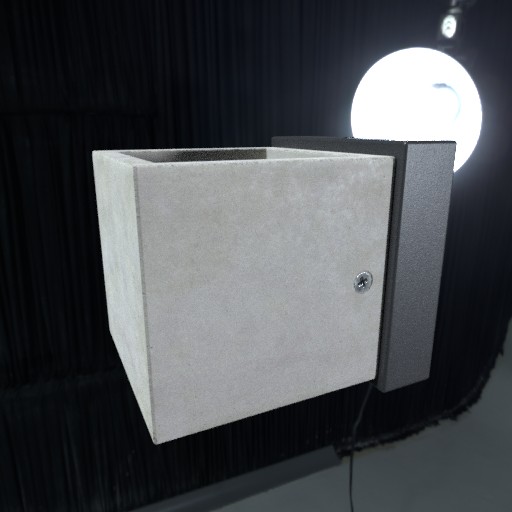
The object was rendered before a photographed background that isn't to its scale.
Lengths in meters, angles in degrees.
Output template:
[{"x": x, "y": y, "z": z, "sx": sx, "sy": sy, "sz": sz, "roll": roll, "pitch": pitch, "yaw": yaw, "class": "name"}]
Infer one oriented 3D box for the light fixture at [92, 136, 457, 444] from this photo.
[{"x": 0.000, "y": 0.000, "z": 0.236, "sx": 0.143, "sy": 0.121, "sz": 0.121, "roll": -8, "pitch": 18, "yaw": -25, "class": "light fixture"}]
